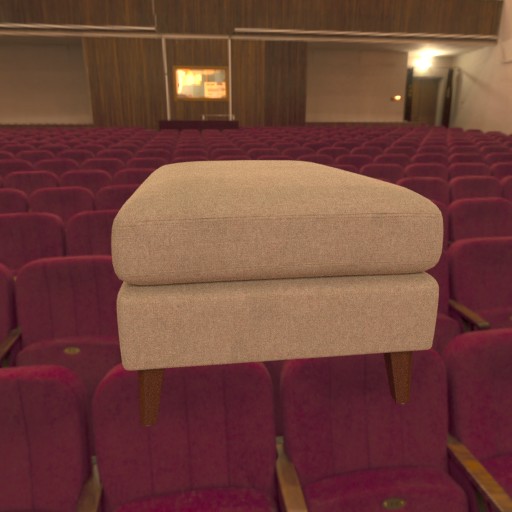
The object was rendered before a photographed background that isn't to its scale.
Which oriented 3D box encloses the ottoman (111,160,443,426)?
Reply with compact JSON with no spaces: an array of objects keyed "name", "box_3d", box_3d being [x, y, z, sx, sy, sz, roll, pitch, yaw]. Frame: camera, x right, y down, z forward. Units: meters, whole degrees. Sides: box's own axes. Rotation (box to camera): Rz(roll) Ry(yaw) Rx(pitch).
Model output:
[{"name":"ottoman","box_3d":[0.000,0.000,1.202,0.610,0.478,0.823,-2,16,-8]}]
